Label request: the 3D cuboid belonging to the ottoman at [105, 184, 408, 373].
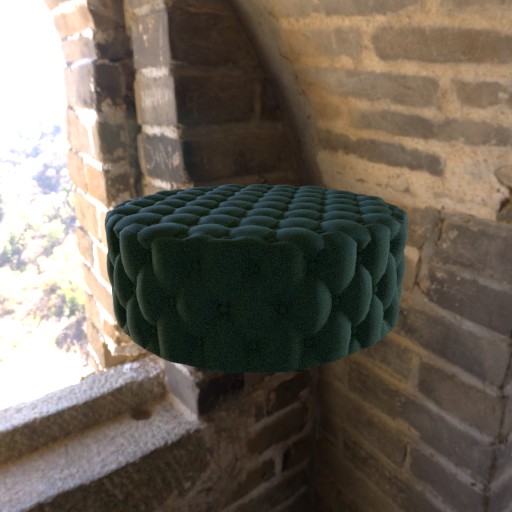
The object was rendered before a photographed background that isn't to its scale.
[{"bbox_3d":[0.000,0.000,1.549,0.998,0.399,0.998,0,17,0],"label":"ottoman"}]
